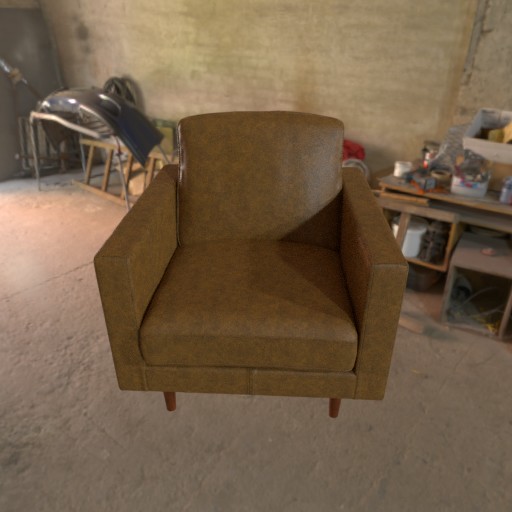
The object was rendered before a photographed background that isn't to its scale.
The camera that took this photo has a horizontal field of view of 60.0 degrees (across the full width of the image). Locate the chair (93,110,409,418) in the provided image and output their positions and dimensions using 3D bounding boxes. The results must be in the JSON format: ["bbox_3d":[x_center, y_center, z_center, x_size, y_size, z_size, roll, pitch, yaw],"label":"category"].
[{"bbox_3d":[0.000,0.000,1.692,0.890,0.956,0.909,1,29,3],"label":"chair"}]
